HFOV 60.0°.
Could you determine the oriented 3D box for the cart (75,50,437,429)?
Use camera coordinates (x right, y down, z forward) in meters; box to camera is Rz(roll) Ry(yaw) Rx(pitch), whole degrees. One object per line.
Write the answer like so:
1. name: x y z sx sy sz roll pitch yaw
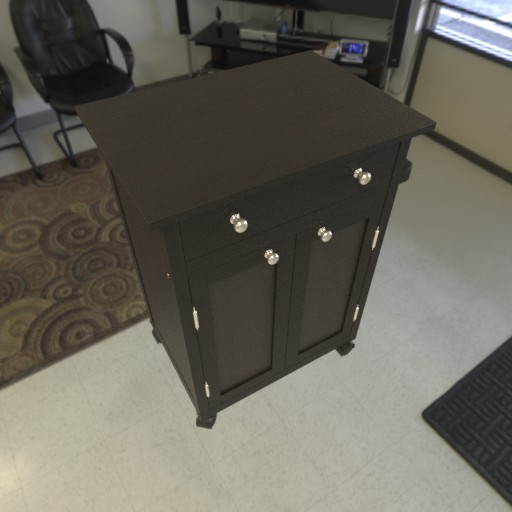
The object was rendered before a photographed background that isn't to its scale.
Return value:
1. cart: 0.000 0.000 1.268 0.660 0.879 0.456 -23 50 -21
